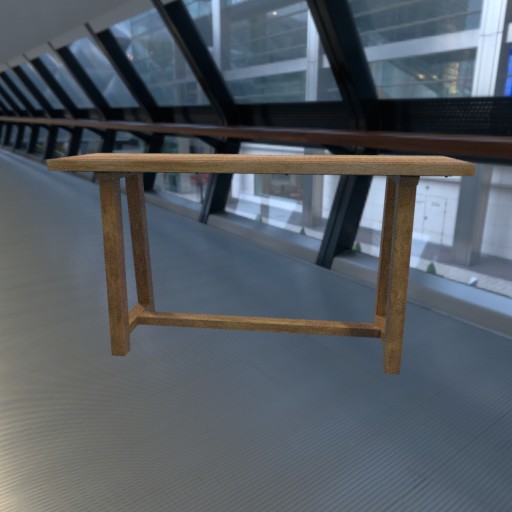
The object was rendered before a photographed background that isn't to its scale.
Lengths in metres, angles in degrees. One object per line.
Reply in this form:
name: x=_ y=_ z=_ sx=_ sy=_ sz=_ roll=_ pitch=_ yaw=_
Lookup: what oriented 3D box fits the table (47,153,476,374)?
table: x=0.000 y=0.000 z=1.868 sx=1.524 sy=0.810 sz=0.405 roll=2 pitch=17 yaw=7
